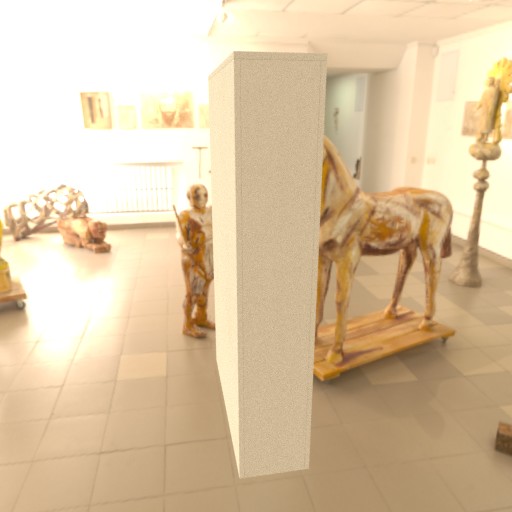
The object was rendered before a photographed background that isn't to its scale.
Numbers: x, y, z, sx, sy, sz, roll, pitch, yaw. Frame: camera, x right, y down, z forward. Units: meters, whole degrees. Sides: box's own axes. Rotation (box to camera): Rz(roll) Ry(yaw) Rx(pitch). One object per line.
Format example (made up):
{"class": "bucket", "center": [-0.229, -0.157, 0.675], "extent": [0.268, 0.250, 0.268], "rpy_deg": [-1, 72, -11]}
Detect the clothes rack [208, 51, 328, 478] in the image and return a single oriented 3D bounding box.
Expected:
{"class": "clothes rack", "center": [0.000, 0.000, 1.628], "extent": [0.250, 1.280, 0.750], "rpy_deg": [-3, 18, -10]}
